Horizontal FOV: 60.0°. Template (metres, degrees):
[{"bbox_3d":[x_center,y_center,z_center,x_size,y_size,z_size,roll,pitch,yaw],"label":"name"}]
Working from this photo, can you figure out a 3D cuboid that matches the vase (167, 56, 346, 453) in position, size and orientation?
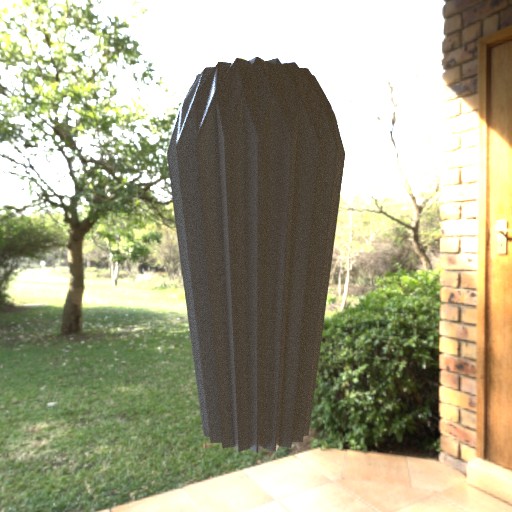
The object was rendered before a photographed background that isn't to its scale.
[{"bbox_3d":[0.000,0.000,0.335,0.133,0.263,0.133,0,1,0],"label":"vase"}]
